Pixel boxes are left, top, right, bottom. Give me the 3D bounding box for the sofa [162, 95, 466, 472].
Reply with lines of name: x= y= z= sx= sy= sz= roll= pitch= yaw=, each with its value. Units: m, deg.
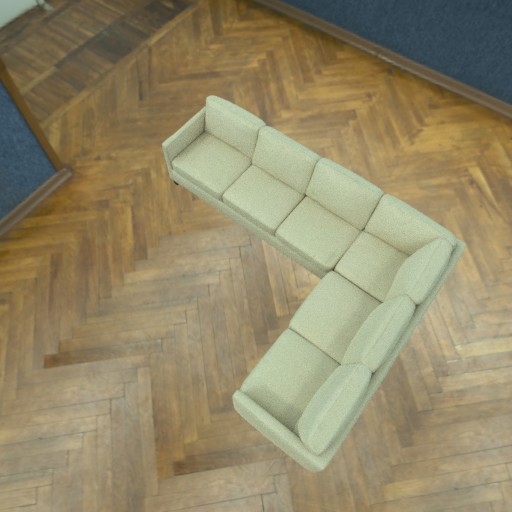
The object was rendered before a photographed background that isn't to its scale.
sofa: x=0.000 y=0.000 z=4.550 sx=3.302 sy=0.947 sz=2.593 roll=35 pitch=67 yaw=17
